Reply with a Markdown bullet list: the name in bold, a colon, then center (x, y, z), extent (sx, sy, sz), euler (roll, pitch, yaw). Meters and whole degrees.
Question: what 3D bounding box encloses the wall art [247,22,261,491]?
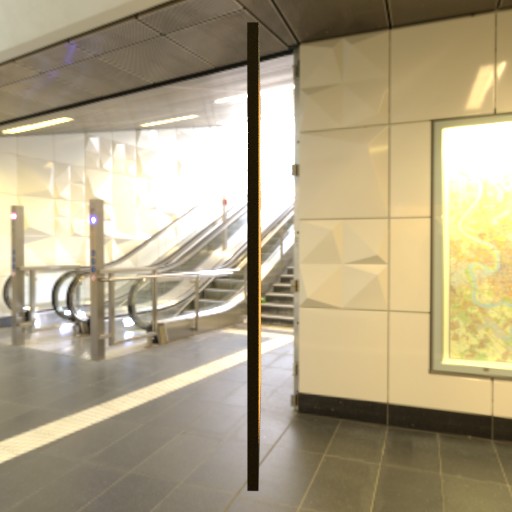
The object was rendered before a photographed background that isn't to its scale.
- **wall art**: center (0.000, 0.000, 0.596), extent (0.011, 0.459, 0.326), euler (0, 1, 1)
